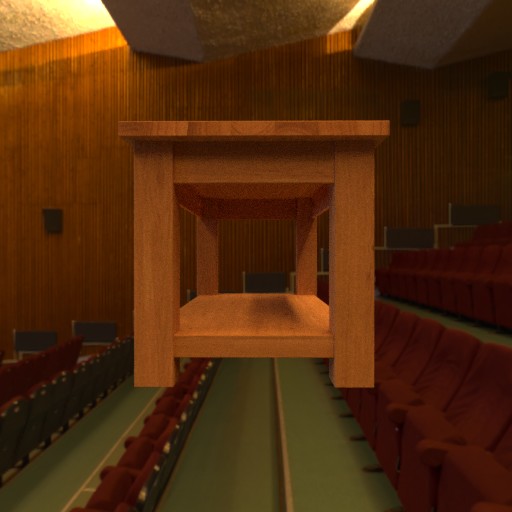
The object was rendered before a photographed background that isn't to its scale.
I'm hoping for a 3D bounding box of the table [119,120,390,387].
[{"bbox_3d":[0.000,0.000,1.185,0.450,0.452,0.899,0,0,0],"label":"table"}]
